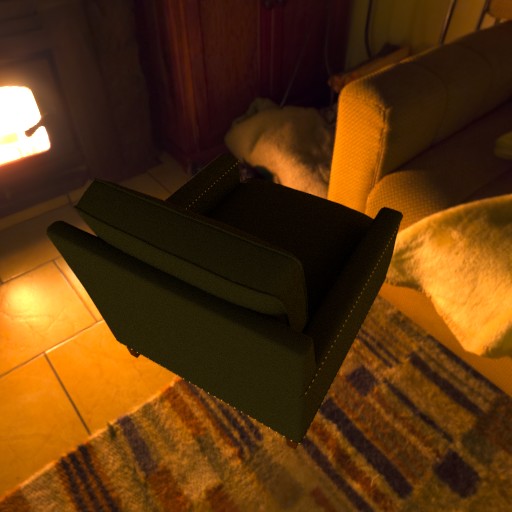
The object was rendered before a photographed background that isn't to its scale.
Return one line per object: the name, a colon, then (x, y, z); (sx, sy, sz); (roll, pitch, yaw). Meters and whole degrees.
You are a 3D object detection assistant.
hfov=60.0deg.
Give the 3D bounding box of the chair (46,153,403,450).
chair: (0.000, 0.000, 1.681); (0.853, 0.943, 1.014); (23, 49, 21)
